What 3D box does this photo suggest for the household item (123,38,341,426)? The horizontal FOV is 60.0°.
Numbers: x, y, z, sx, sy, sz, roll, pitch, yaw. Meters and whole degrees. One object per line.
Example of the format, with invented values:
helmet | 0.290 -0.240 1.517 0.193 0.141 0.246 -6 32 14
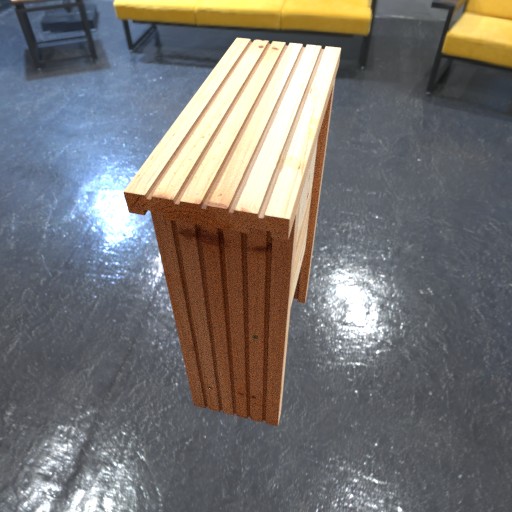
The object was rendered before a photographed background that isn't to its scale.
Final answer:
household item | 0.000 0.000 0.556 0.123 0.407 0.301 10 47 10
